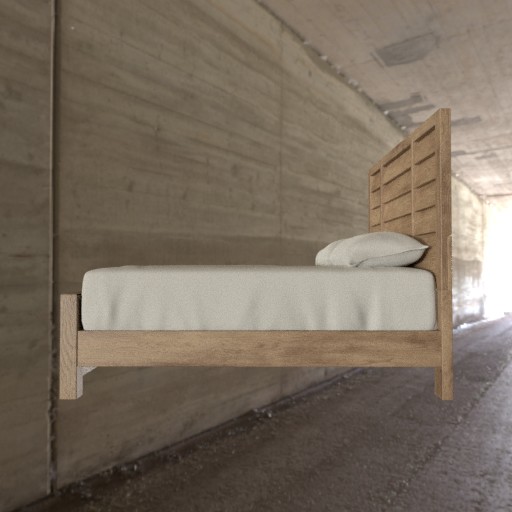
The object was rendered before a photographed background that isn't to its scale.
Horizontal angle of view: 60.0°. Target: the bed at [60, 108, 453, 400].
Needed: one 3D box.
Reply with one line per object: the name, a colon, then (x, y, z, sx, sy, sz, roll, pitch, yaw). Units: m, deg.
bed: (0.000, 0.000, 3.282, 2.197, 1.626, 1.626, 0, -1, 0)
